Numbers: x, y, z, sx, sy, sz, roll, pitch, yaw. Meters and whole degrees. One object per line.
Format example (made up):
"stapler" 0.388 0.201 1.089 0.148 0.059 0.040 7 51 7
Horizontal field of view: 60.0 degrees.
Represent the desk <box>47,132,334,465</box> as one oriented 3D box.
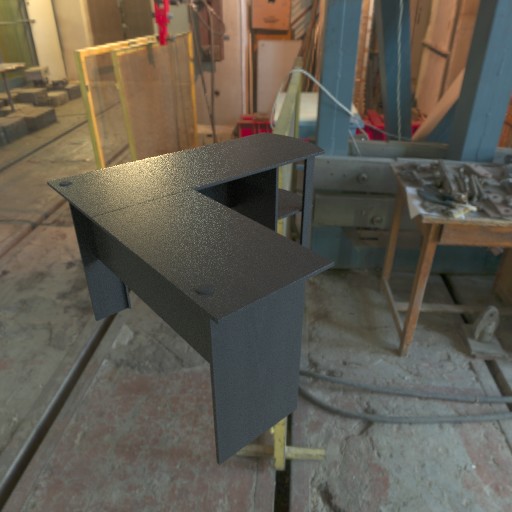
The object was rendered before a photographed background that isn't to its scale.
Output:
"desk" 0.000 0.000 2.120 1.361 0.716 1.303 -23 37 -34
